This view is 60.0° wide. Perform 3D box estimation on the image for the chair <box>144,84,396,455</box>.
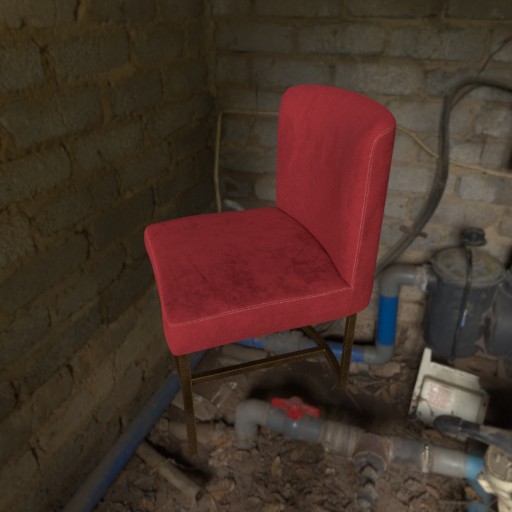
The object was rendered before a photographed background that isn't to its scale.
[{"bbox_3d":[0.000,0.000,1.210,0.560,0.824,0.530,-9,31,-15],"label":"chair"}]
